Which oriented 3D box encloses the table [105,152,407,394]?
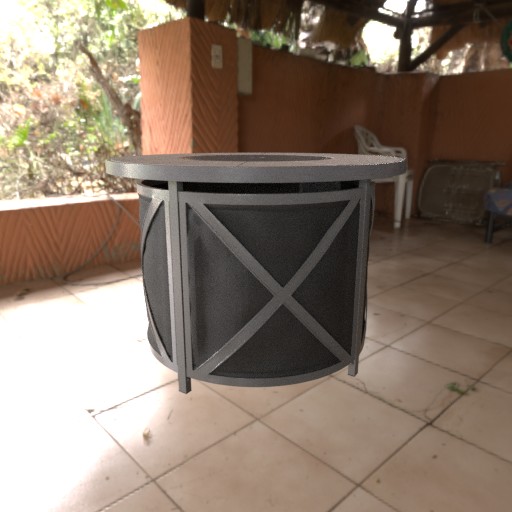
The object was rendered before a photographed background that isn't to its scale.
[{"bbox_3d":[0.000,0.000,1.497,0.914,0.650,0.914,0,15,0],"label":"table"}]
